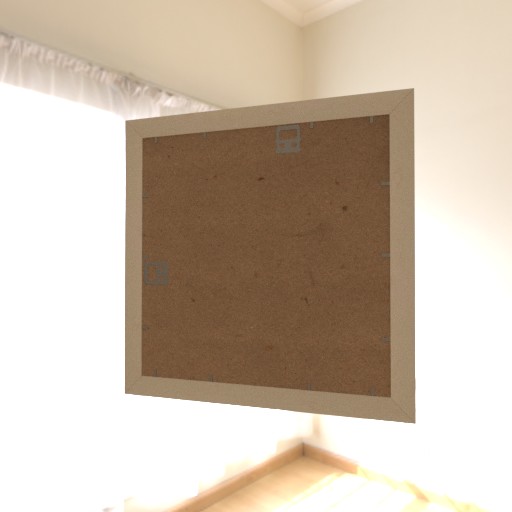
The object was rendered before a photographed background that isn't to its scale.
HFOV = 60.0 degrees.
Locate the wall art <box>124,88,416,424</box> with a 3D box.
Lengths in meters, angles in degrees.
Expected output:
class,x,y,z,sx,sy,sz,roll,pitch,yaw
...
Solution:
class,x,y,z,sx,sy,sz,roll,pitch,yaw
wall art,0.000,0.000,0.867,0.584,0.584,0.013,0,-1,18
